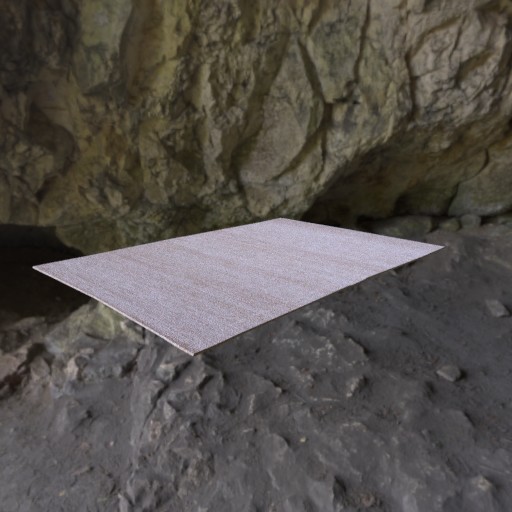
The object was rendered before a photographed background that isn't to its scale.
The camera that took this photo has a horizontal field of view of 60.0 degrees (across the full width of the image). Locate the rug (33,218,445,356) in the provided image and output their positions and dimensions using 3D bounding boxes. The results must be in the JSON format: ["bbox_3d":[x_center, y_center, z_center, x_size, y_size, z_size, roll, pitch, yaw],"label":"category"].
[{"bbox_3d":[0.000,0.000,2.952,1.596,0.030,2.283,15,21,43],"label":"rug"}]
